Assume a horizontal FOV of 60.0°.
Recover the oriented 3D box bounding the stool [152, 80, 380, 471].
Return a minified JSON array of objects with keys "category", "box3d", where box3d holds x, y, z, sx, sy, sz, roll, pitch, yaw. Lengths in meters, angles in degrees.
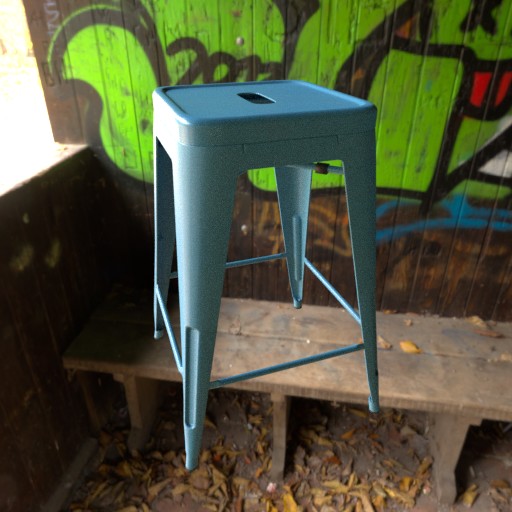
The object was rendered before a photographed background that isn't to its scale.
[{"category":"stool","box3d":[0.000,0.000,0.879,0.410,0.608,0.410,-10,31,-17]}]
